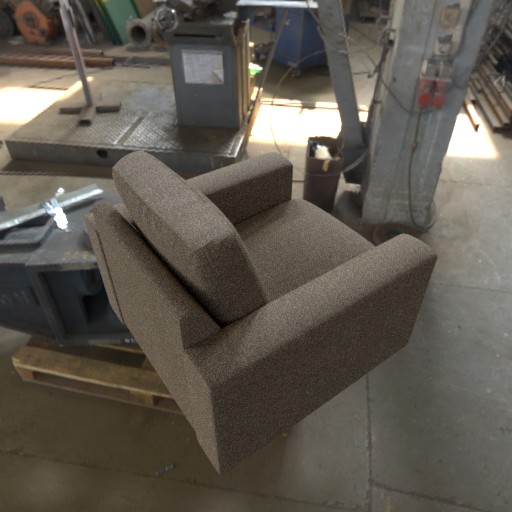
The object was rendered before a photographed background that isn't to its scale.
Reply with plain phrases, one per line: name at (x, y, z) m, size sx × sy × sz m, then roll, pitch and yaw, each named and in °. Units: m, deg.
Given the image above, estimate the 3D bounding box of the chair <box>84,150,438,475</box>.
chair at (0.000, 0.000, 1.789) m, size 1.016 × 0.873 × 1.005 m, roll -25°, pitch 46°, yaw -26°
